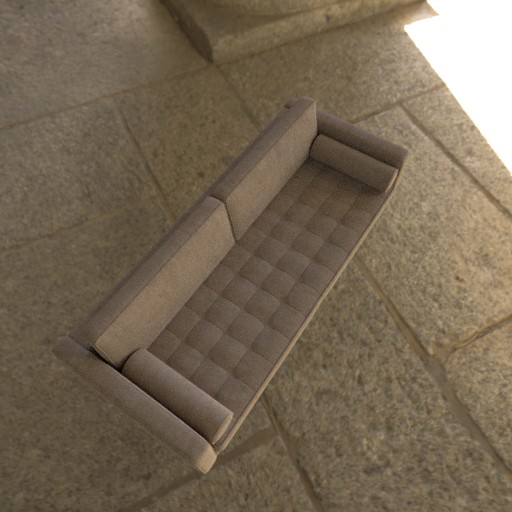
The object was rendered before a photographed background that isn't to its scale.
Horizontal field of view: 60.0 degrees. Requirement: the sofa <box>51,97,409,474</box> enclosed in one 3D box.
[{"bbox_3d":[0.000,0.000,2.606,0.919,0.770,2.200,30,64,17],"label":"sofa"}]
